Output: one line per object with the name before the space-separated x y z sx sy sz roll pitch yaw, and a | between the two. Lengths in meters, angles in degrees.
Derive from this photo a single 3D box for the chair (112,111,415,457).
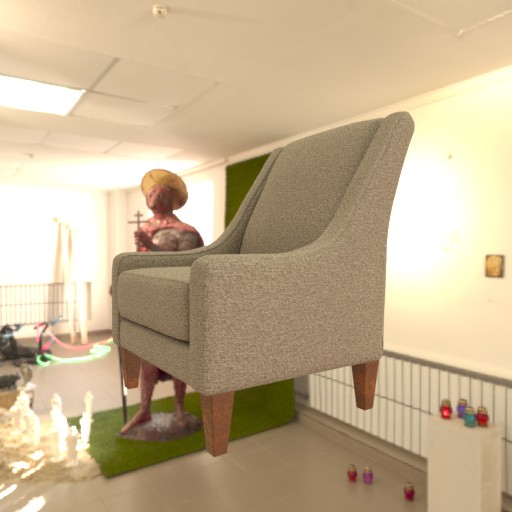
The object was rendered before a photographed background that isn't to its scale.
chair | 0.000 0.000 1.631 0.870 1.016 0.774 -1 1 -35
